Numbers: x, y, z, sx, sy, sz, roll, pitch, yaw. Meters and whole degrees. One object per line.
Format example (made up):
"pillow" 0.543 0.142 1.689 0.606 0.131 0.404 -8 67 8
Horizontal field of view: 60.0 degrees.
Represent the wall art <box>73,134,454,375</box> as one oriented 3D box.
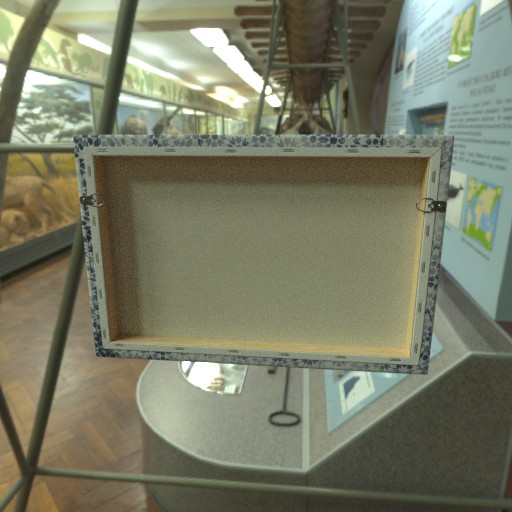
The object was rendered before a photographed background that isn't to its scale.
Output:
"wall art" 0.000 0.000 1.153 0.911 0.608 0.057 2 15 6
